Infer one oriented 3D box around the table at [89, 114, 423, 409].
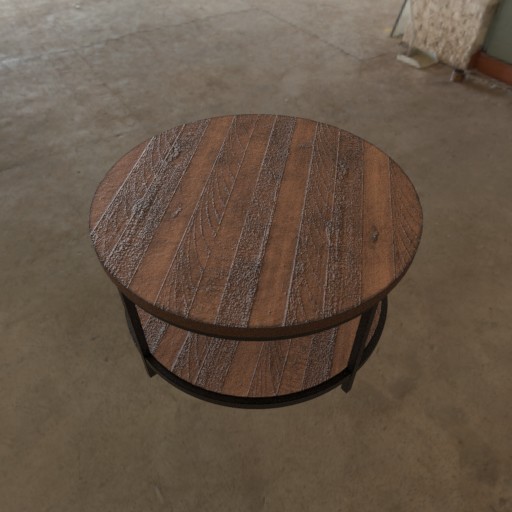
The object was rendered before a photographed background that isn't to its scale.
[{"bbox_3d":[0.000,0.000,1.313,0.837,0.462,0.837,0,46,0],"label":"table"}]
